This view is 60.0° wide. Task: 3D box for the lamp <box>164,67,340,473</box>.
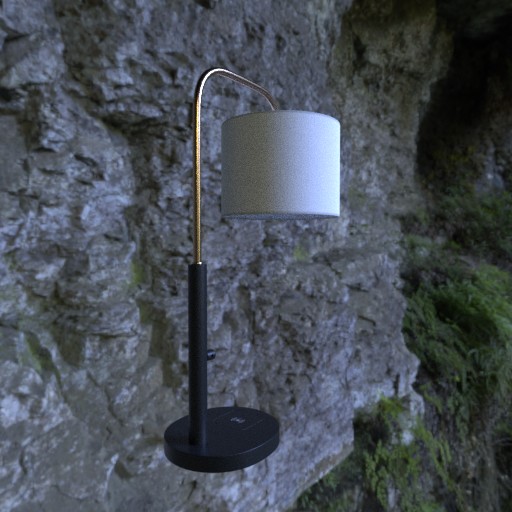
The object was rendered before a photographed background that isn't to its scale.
[{"bbox_3d":[0.000,0.000,0.703,0.199,0.540,0.337,1,2,36],"label":"lamp"}]
